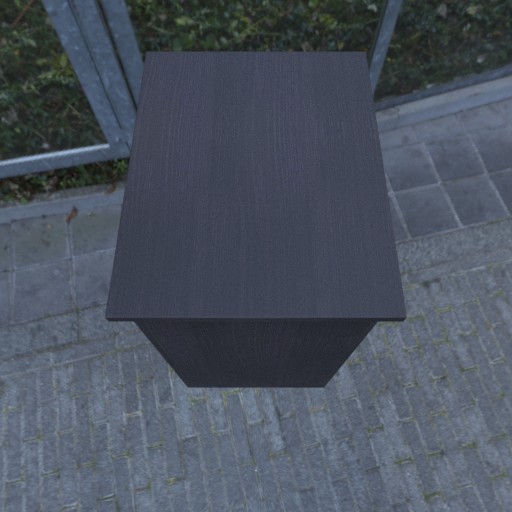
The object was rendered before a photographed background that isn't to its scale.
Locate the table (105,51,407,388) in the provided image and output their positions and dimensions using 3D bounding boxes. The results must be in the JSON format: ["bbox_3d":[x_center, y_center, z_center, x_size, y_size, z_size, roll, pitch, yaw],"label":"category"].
[{"bbox_3d":[0.000,0.000,0.948,0.381,0.635,0.480,0,64,0],"label":"table"}]
